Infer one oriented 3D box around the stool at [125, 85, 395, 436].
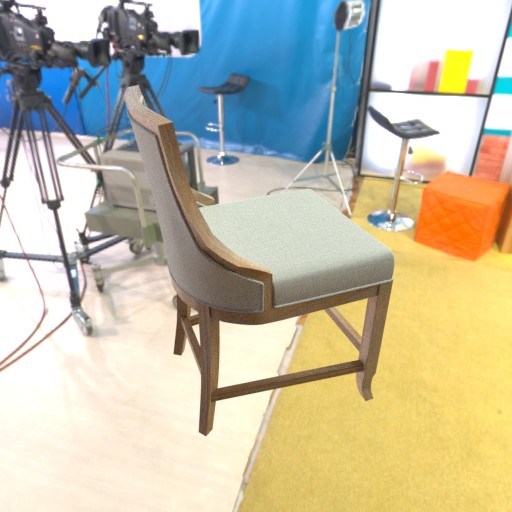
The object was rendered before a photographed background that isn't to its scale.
[{"bbox_3d":[0.000,0.000,1.332,0.626,0.938,0.524,-11,32,-18],"label":"stool"}]
